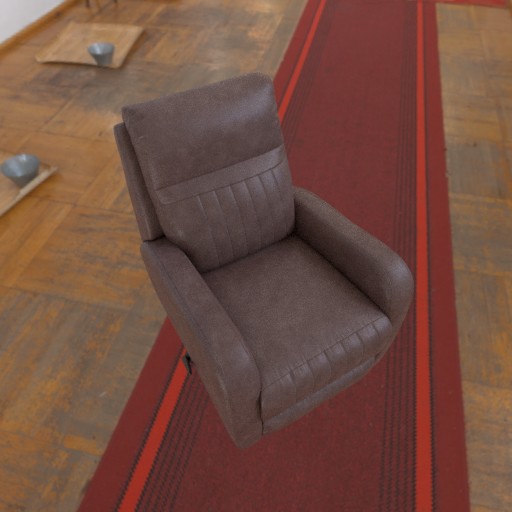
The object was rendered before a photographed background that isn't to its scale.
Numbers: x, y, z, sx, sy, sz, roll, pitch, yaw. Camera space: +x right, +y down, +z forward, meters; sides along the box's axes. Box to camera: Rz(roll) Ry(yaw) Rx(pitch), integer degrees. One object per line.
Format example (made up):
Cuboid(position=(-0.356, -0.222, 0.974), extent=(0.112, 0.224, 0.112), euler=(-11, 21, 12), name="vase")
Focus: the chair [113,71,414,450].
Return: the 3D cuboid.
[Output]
Cuboid(position=(0.000, 0.000, 1.804), extent=(0.865, 1.067, 1.067), euler=(-24, 51, -21), name="chair")
